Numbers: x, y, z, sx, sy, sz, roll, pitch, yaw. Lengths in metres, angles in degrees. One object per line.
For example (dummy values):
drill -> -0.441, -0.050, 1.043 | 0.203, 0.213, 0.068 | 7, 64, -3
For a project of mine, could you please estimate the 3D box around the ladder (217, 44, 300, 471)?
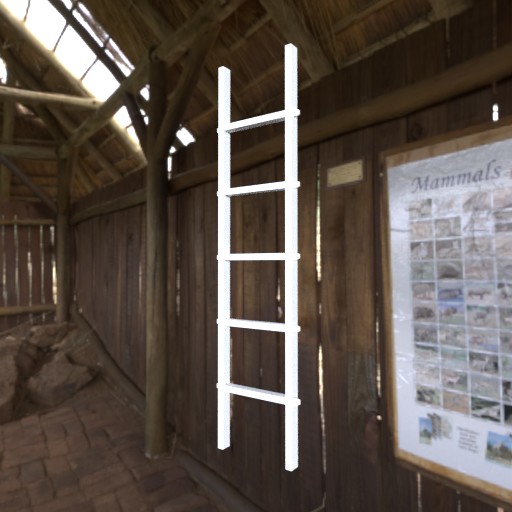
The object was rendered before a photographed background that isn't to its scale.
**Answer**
ladder -> 0.000, 0.000, 1.999 | 0.452, 1.797, 0.051 | -1, -1, 36
